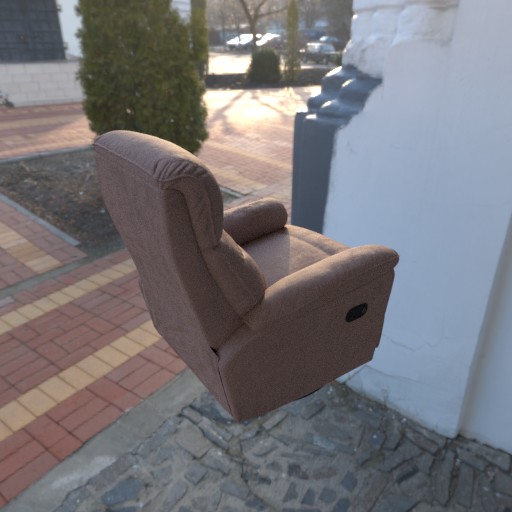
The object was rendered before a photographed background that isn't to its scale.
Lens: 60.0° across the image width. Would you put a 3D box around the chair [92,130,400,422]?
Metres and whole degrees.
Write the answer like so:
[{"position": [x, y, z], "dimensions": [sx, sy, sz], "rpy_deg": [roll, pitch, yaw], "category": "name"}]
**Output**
[{"position": [0.000, 0.000, 1.782], "dimensions": [1.004, 1.037, 0.820], "rpy_deg": [-18, 31, -32], "category": "chair"}]
